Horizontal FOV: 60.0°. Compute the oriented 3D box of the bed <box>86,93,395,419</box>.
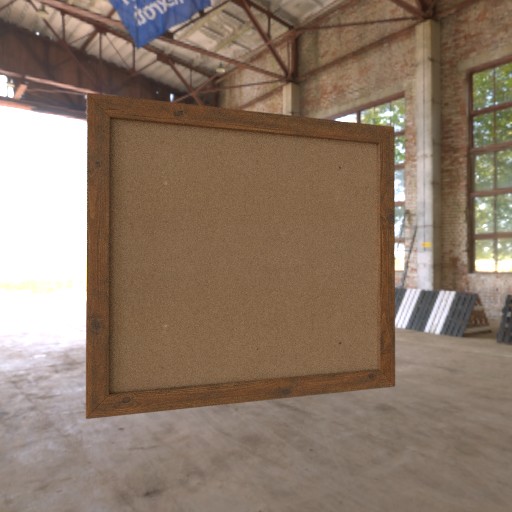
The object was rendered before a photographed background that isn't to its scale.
[{"bbox_3d":[0.000,0.000,1.464,1.046,0.942,0.046,0,-1,-18],"label":"bed"}]
